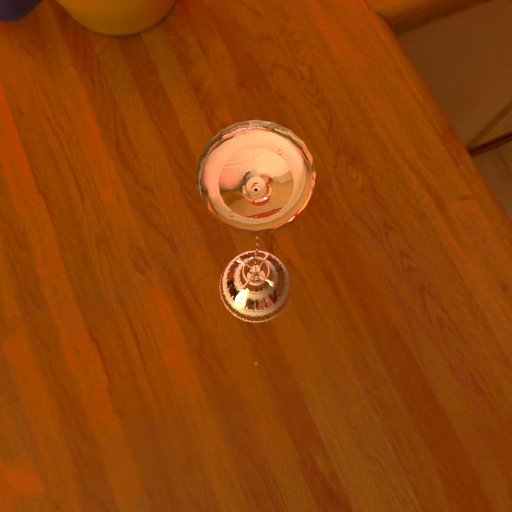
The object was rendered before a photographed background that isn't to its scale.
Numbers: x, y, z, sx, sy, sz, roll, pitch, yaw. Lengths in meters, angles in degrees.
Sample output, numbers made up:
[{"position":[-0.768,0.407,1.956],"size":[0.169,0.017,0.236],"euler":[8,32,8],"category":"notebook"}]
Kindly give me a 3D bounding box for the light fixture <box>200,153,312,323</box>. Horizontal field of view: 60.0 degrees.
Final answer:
[{"position":[0.000,0.000,1.632],"size":[0.374,1.457,0.374],"euler":[35,79,8],"category":"light fixture"}]
